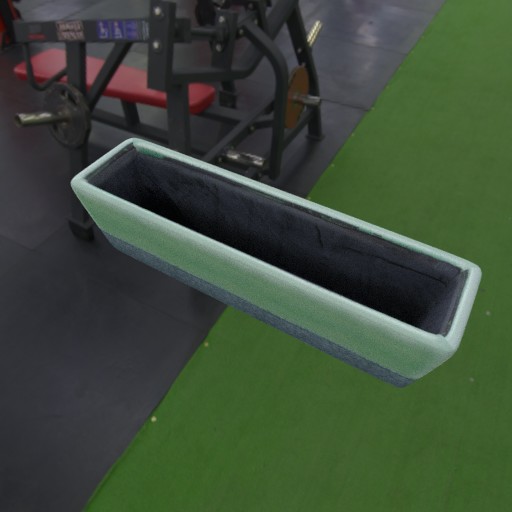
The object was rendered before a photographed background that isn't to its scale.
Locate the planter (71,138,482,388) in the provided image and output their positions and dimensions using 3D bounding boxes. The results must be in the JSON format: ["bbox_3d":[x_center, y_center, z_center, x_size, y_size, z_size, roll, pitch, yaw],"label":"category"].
[{"bbox_3d":[0.000,0.000,0.315,0.275,0.072,0.072,24,52,20],"label":"planter"}]
